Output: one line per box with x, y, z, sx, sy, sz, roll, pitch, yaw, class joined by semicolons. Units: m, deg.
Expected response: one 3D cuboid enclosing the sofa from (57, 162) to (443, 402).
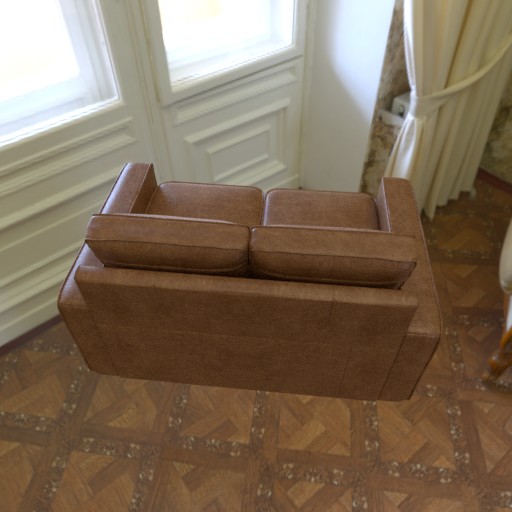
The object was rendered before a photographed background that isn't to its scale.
0.000;0.000;2.119;1.532;0.896;1.020;4;46;4;sofa
